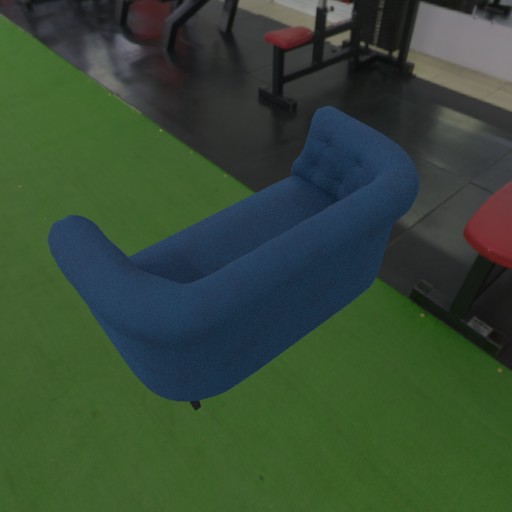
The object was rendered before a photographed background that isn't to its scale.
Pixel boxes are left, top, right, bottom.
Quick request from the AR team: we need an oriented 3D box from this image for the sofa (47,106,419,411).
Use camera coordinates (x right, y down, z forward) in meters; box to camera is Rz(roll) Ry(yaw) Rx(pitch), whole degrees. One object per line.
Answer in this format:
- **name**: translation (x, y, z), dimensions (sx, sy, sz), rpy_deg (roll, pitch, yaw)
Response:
- **sofa**: translation (0.000, 0.000, 2.071), dimensions (1.558, 0.827, 0.835), rpy_deg (-30, 53, -26)
